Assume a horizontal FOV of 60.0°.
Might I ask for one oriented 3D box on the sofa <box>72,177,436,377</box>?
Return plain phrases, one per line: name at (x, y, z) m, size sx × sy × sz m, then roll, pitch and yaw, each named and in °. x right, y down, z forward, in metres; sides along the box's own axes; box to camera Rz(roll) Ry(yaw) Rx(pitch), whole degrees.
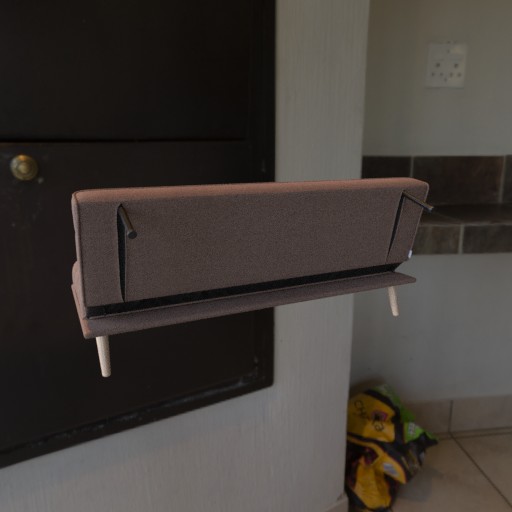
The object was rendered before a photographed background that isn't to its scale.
sofa at (0.000, 0.000, 2.390) m, size 1.820 × 0.810 × 1.038 m, roll -7°, pitch 15°, yaw -25°
